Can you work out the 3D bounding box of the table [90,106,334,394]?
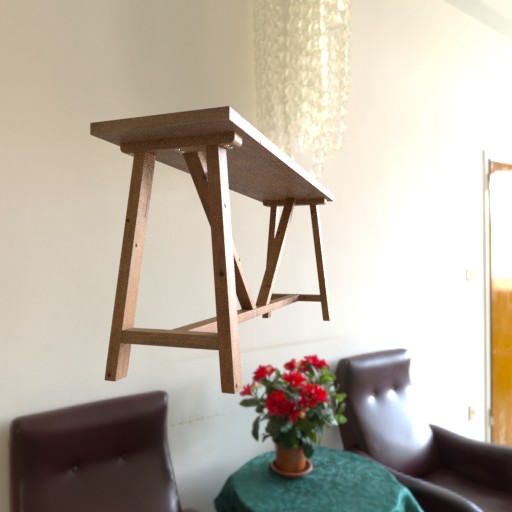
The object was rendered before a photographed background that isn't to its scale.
[{"bbox_3d":[0.000,0.000,2.141,0.465,0.810,1.800,0,-1,19],"label":"table"}]
